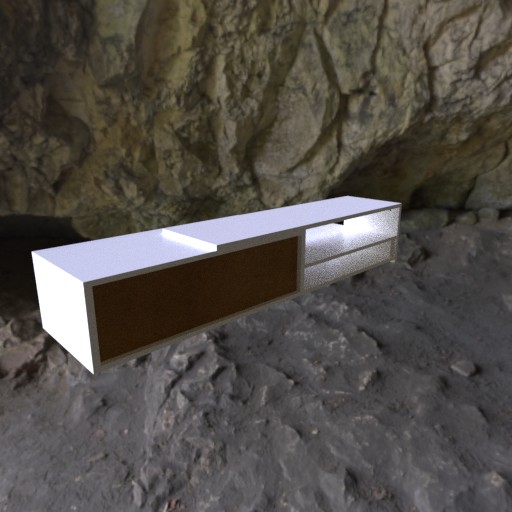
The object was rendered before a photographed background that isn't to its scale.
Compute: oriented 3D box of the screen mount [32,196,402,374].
[{"bbox_3d":[0.000,0.000,1.938,1.680,0.320,0.420,-15,22,-41],"label":"screen mount"}]
